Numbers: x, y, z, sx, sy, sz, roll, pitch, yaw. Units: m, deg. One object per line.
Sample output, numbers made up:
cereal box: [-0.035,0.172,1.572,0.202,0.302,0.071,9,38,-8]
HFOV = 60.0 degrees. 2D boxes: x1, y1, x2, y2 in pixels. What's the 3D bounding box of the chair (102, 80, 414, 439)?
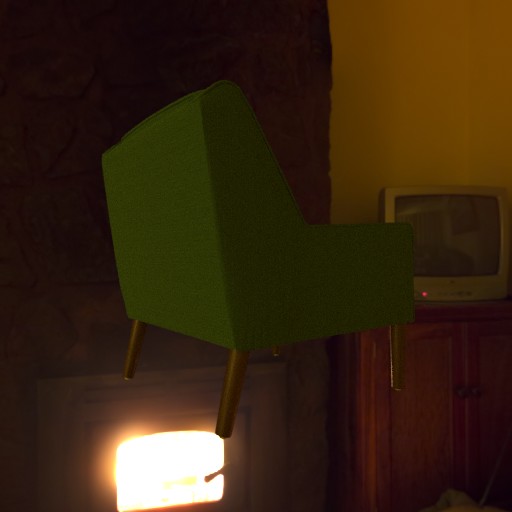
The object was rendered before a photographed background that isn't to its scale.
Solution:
chair: [0.000,0.000,1.361,0.743,0.792,0.663,0,0,-36]
